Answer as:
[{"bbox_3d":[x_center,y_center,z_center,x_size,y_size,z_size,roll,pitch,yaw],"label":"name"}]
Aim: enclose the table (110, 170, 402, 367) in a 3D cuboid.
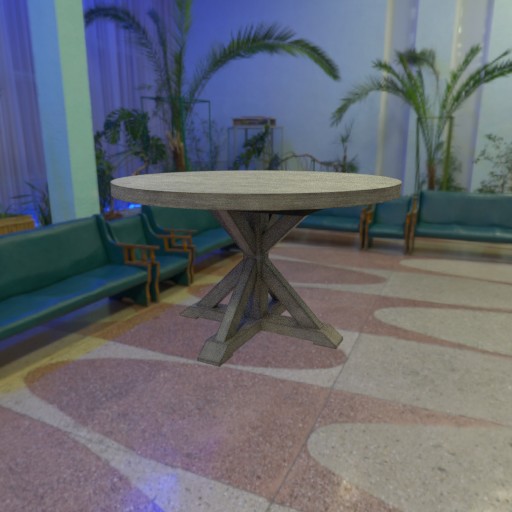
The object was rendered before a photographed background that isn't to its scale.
[{"bbox_3d":[0.000,0.000,2.265,1.363,0.781,1.363,0,14,0],"label":"table"}]
